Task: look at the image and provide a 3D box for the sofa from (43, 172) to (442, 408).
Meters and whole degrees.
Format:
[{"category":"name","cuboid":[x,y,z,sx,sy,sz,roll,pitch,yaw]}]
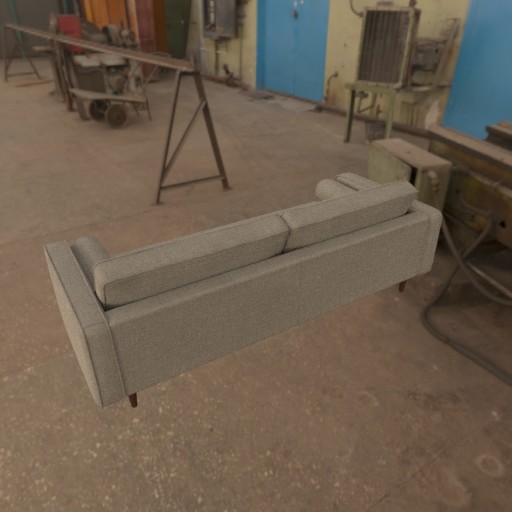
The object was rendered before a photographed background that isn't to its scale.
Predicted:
[{"category":"sofa","cuboid":[0.000,0.000,2.669,2.211,0.762,0.914,-17,34,-27]}]
